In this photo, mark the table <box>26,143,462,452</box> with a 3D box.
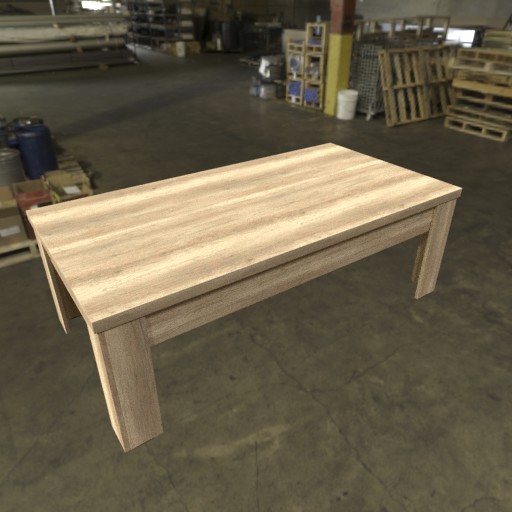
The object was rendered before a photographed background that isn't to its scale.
[{"bbox_3d":[0.000,0.000,1.652,1.350,0.460,0.700,-19,36,-29],"label":"table"}]
